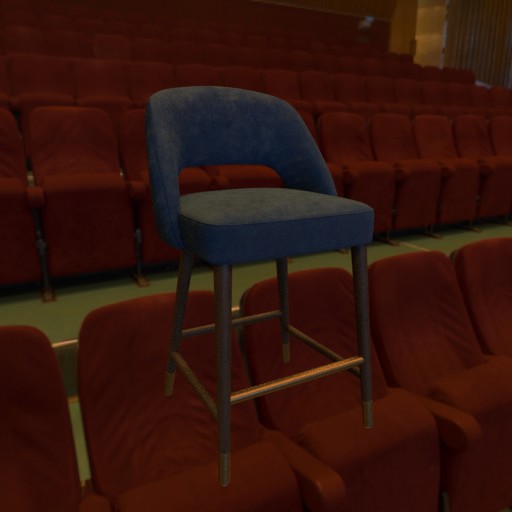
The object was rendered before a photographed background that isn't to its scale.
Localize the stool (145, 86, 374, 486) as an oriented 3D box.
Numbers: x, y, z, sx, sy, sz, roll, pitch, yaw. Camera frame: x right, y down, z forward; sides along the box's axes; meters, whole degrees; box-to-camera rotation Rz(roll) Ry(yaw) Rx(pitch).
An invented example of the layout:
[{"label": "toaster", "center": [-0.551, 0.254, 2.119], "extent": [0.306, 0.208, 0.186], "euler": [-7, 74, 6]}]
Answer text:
[{"label": "stool", "center": [0.000, 0.000, 1.228], "extent": [0.536, 0.925, 0.524], "euler": [-8, 17, -28]}]
